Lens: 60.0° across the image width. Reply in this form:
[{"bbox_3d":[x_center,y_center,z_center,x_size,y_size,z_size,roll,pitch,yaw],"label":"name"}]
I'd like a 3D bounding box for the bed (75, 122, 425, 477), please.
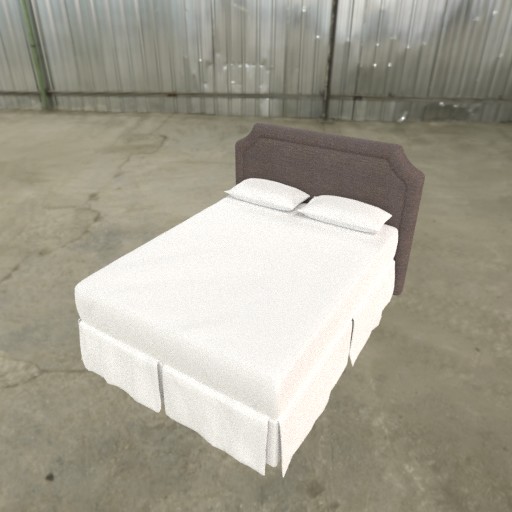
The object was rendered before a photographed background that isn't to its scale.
[{"bbox_3d":[0.000,0.000,3.159,1.693,1.290,2.116,18,35,27],"label":"bed"}]
